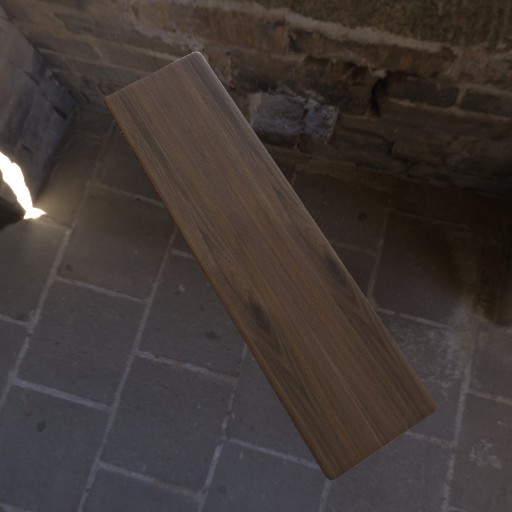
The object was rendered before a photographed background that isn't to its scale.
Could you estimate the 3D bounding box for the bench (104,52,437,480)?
[{"bbox_3d":[0.000,0.000,1.776,0.425,0.462,1.570,-31,78,-7],"label":"bench"}]
